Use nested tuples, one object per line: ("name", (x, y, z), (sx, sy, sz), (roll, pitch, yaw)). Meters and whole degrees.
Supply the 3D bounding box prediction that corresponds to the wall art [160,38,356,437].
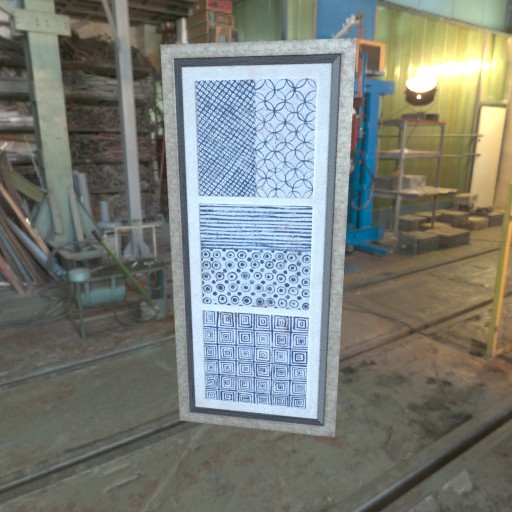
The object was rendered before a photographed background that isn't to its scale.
("wall art", (0.000, 0.000, 1.657), (0.648, 1.461, 0.051), (3, 15, 9))
